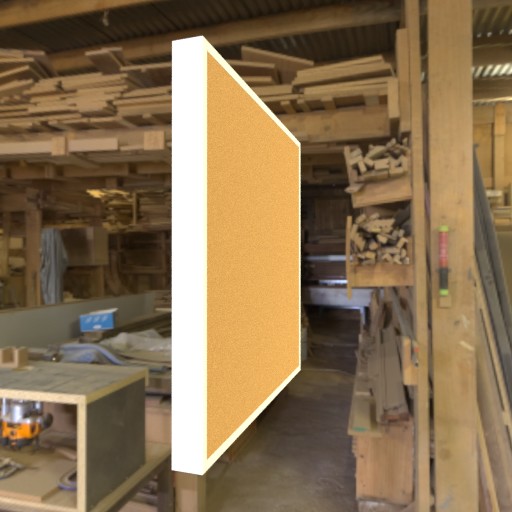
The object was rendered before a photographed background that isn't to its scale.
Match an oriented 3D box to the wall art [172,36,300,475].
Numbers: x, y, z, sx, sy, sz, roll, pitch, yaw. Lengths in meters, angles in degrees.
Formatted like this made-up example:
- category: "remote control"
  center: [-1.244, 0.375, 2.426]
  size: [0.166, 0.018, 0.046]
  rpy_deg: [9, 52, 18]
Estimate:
- category: "wall art"
  center: [0.000, 0.000, 0.761]
  size: [0.040, 0.509, 0.509]
  rpy_deg: [0, 0, 19]
